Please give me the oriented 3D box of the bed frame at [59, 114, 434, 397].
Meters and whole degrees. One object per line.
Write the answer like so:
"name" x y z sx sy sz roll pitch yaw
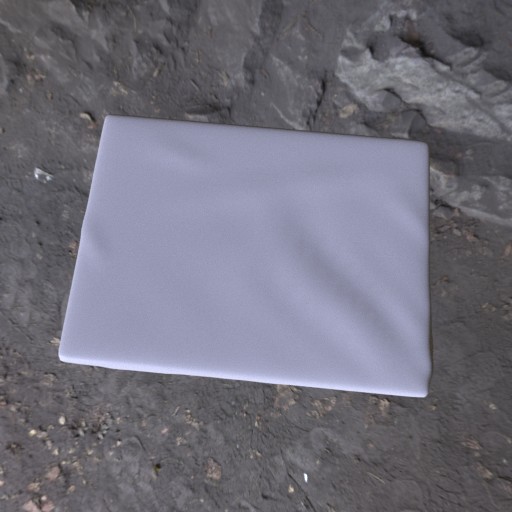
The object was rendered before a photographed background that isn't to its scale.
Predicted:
"bed frame" 0.000 0.000 2.911 2.151 0.667 1.584 5 76 1
